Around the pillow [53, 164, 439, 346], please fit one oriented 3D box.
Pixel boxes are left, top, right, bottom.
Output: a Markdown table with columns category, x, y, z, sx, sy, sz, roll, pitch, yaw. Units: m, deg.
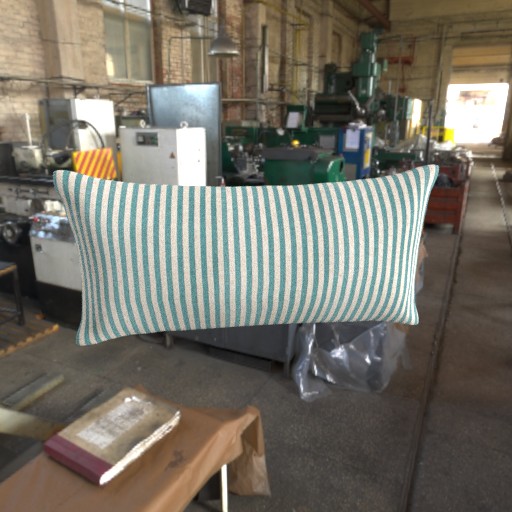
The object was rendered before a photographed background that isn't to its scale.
| category | x | y | z | sx | sy | sz | roll | pitch | yaw |
| --- | --- | --- | --- | --- | --- | --- | --- | --- | --- |
| pillow | 0.000 | 0.000 | 0.745 | 0.617 | 0.295 | 0.151 | -2 | 17 | -7 |
